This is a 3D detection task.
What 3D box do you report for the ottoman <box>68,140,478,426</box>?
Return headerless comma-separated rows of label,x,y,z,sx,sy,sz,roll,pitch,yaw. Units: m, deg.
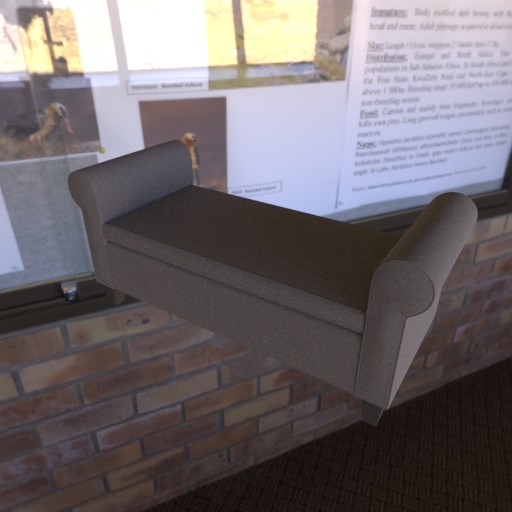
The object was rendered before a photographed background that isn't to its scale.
ottoman,0.000,0.000,1.543,1.256,0.547,0.521,18,34,29
